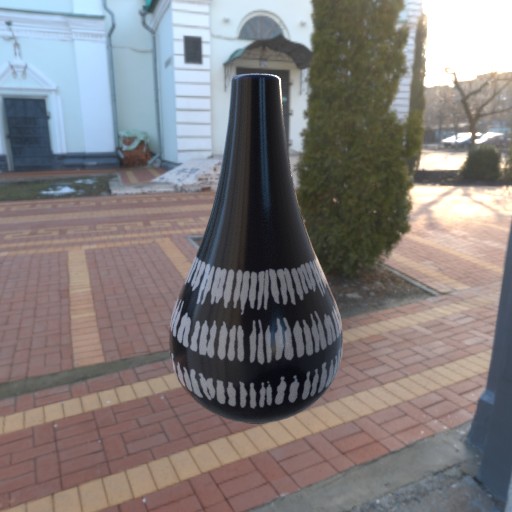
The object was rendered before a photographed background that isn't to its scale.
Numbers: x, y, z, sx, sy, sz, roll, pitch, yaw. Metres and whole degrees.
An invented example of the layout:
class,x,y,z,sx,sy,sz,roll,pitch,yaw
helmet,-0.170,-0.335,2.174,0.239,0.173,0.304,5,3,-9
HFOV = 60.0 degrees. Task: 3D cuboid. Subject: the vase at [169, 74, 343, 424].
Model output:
class,x,y,z,sx,sy,sz,roll,pitch,yaw
vase,0.000,0.000,0.390,0.159,0.295,0.159,0,15,0
